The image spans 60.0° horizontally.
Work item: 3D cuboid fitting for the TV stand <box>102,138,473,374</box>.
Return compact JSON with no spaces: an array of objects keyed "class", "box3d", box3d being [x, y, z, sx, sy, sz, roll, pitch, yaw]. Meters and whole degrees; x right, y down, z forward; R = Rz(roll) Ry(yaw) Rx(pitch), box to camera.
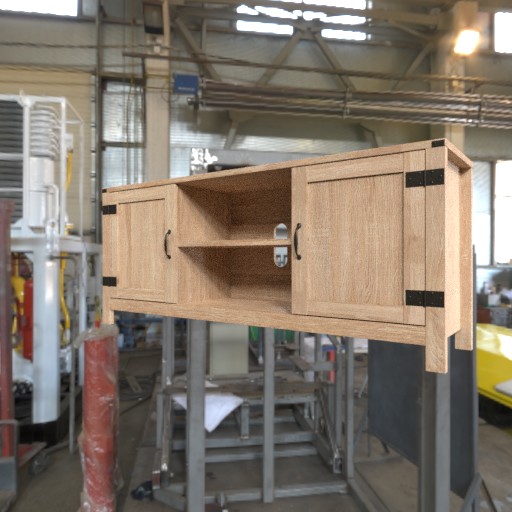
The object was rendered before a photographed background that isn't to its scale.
[{"class":"TV stand","box3d":[0.000,0.000,1.717,1.466,0.610,0.398,0,0,36]}]
